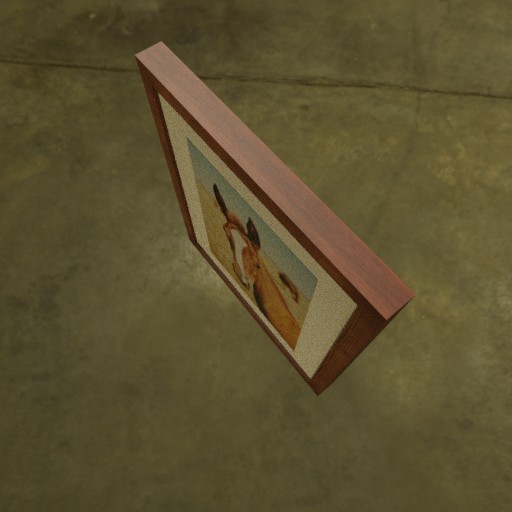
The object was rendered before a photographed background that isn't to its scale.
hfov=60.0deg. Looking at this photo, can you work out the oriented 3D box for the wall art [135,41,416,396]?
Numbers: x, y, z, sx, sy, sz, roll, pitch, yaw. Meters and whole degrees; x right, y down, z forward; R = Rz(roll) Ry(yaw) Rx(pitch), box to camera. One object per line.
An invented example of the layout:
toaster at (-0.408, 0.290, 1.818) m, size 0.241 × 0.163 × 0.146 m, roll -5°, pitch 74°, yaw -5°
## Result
wall art at (0.000, 0.000, 0.540) m, size 0.030 × 0.381 × 0.330 m, roll -36°, pitch 70°, yaw -15°
